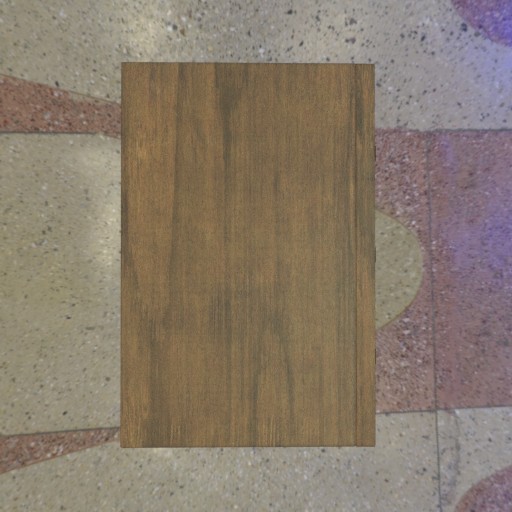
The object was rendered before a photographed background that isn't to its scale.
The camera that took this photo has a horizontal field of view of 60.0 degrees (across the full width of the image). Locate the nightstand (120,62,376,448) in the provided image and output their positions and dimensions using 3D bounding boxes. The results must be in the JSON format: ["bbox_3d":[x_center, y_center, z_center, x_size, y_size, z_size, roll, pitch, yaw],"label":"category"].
[{"bbox_3d":[0.000,0.000,1.006,0.437,0.610,0.610,0,90,-1],"label":"nightstand"}]
